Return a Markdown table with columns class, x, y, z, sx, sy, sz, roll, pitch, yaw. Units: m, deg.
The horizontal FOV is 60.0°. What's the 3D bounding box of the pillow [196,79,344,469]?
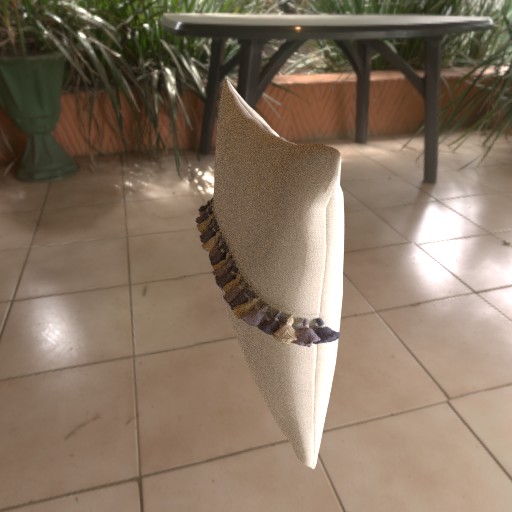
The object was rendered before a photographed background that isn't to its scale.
| class | x | y | z | sx | sy | sz | roll | pitch | yaw |
| --- | --- | --- | --- | --- | --- | --- | --- | --- | --- |
| pillow | 0.000 | 0.000 | 0.732 | 0.165 | 0.481 | 0.489 | -9 | 31 | -14 |
